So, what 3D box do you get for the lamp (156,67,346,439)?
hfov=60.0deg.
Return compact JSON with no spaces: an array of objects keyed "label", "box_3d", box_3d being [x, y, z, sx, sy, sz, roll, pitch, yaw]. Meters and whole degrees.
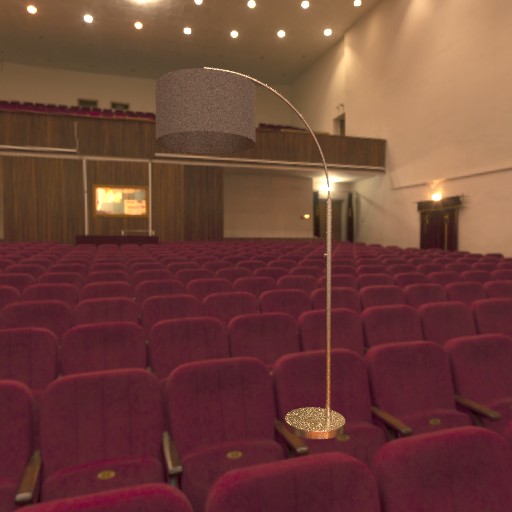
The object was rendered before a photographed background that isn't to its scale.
[{"label":"lamp","box_3d":[0.000,0.000,2.129,0.934,1.735,0.452,0,2,-18]}]
